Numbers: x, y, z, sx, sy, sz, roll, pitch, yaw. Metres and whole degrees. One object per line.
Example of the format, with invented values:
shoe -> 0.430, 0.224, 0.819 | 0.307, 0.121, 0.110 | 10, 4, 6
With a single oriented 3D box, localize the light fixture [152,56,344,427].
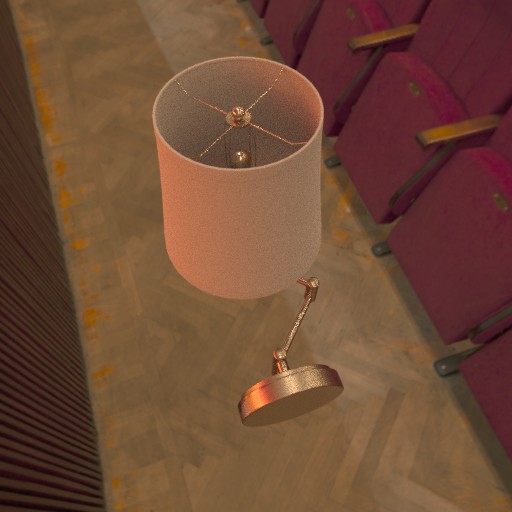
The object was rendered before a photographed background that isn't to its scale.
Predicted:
light fixture -> 0.000, 0.000, 0.584 | 0.223, 0.381, 0.348 | -15, 59, -9
